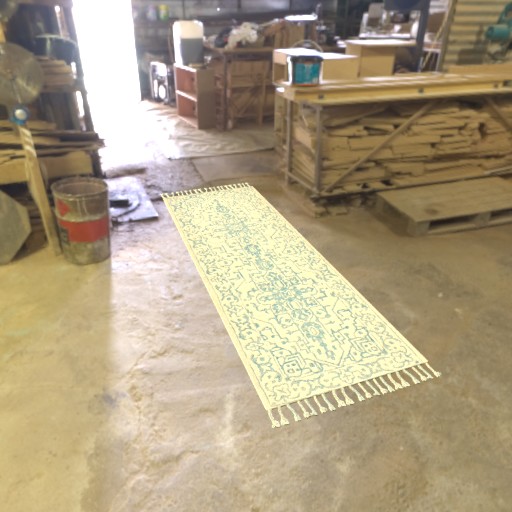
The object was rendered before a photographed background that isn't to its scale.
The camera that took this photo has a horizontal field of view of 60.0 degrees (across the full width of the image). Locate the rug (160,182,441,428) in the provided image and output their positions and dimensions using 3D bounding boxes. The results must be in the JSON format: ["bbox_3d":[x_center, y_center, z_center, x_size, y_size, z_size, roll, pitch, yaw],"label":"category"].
[{"bbox_3d":[0.000,0.000,2.741,0.774,0.011,2.449,-10,31,-18],"label":"rug"}]
